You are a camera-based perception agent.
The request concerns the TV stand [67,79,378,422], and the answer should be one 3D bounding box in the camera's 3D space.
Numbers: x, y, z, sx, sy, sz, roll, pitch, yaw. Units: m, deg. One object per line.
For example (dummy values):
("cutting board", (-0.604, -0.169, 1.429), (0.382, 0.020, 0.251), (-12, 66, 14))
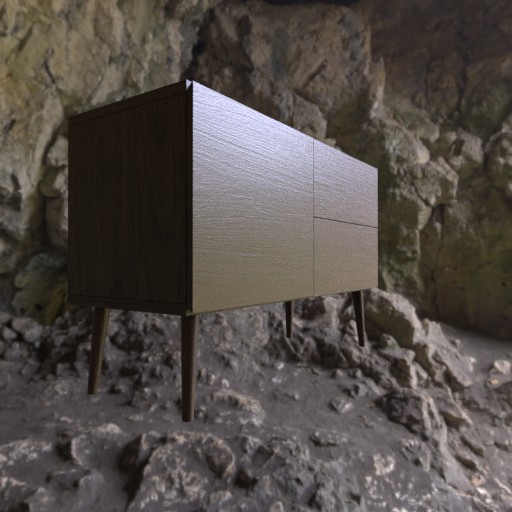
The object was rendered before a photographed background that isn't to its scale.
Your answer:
("TV stand", (0.000, 0.000, 1.346), (0.405, 0.660, 0.990), (0, -1, 35))
